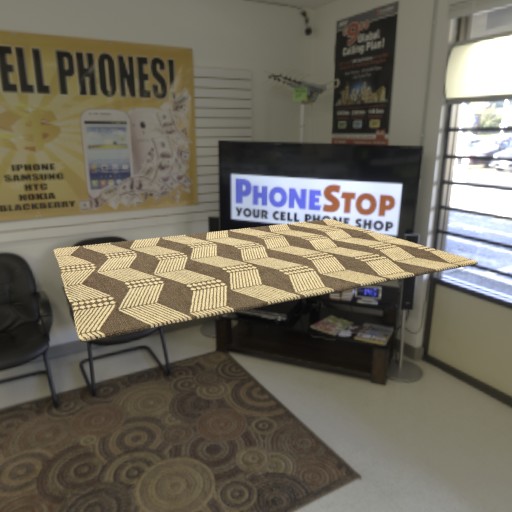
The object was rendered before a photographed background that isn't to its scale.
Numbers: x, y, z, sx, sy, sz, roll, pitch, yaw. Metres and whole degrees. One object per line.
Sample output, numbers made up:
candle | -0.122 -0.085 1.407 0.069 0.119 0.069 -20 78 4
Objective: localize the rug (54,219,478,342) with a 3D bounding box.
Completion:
rug | 0.000 0.000 2.275 1.833 0.016 1.210 -8 18 -26
